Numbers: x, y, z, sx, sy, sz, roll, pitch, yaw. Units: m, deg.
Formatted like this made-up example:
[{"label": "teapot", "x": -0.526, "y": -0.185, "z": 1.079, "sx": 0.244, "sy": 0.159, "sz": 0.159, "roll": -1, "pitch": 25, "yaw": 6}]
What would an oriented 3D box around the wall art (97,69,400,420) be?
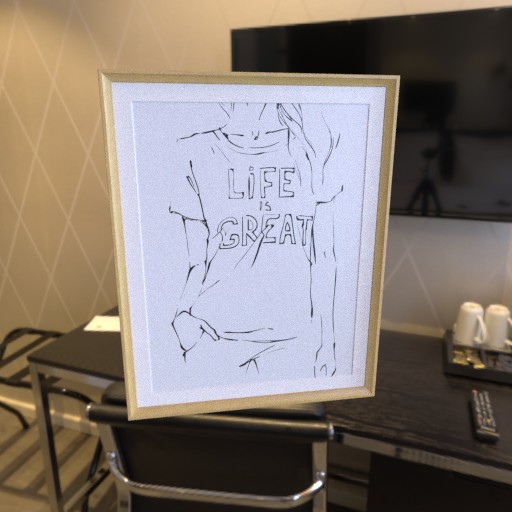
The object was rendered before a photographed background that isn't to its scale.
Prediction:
[{"label": "wall art", "x": 0.000, "y": 0.000, "z": 1.303, "sx": 0.798, "sy": 1.002, "sz": 0.030, "roll": -3, "pitch": 16, "yaw": -9}]
